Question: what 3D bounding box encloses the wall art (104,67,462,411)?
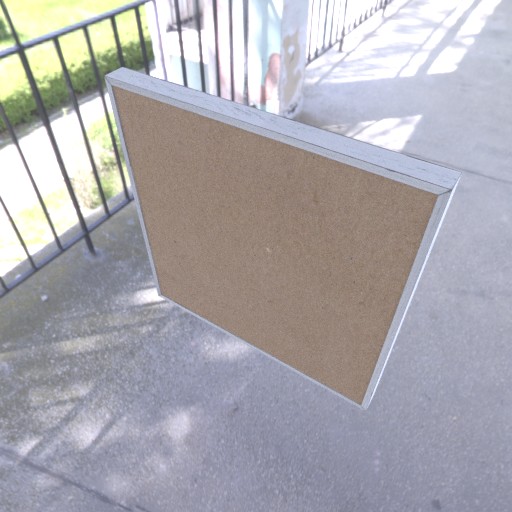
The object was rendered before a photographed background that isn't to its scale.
[{"bbox_3d":[0.000,0.000,0.747,0.508,0.508,0.038,25,50,22],"label":"wall art"}]
